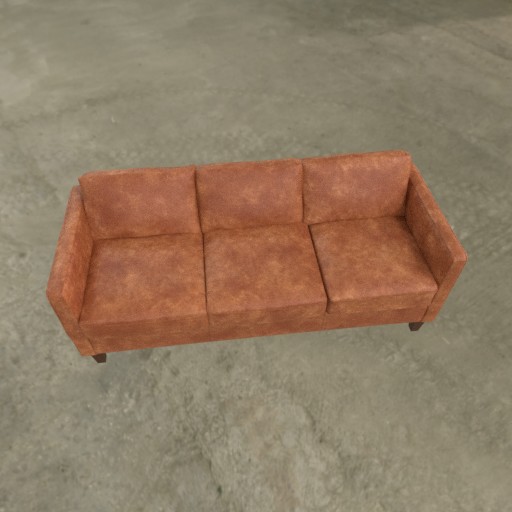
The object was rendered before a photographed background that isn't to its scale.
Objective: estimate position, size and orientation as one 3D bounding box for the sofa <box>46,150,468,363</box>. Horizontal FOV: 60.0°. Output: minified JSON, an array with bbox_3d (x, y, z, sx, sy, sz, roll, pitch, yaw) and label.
[{"bbox_3d":[0.000,0.000,3.053,2.464,1.006,1.045,-5,48,-4],"label":"sofa"}]
